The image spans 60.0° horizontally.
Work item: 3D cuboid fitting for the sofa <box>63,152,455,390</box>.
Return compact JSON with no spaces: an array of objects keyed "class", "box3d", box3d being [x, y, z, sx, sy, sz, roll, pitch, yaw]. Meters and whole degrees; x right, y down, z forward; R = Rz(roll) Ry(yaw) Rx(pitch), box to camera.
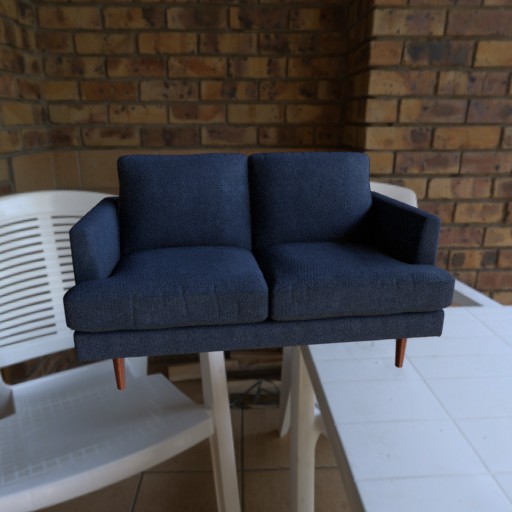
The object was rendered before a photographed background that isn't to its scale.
[{"class":"sofa","box3d":[0.000,0.000,2.148,1.582,0.944,0.903,-2,17,-8]}]
